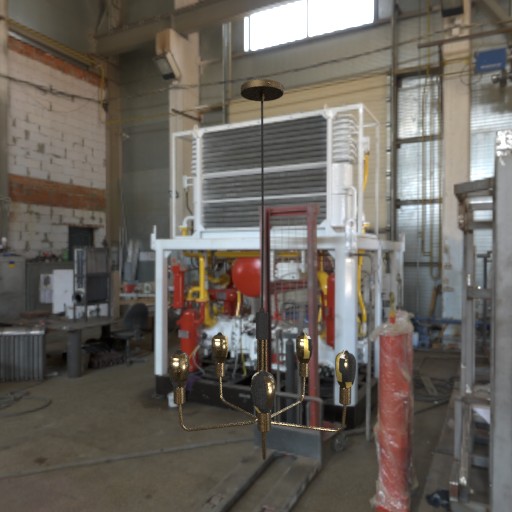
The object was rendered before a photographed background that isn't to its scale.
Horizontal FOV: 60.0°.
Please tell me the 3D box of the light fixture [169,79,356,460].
[{"bbox_3d":[0.000,0.000,1.374,0.532,1.059,0.588,0,0,-17],"label":"light fixture"}]
